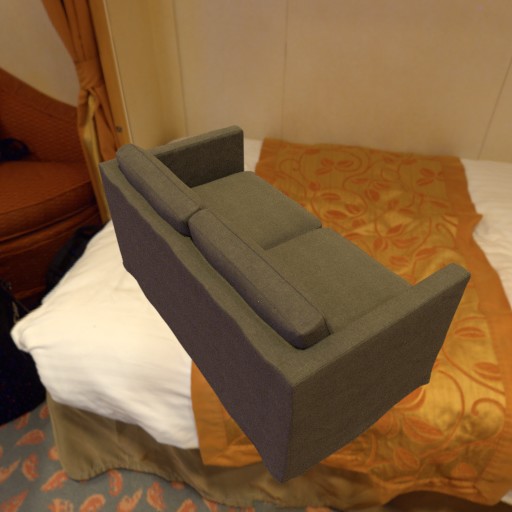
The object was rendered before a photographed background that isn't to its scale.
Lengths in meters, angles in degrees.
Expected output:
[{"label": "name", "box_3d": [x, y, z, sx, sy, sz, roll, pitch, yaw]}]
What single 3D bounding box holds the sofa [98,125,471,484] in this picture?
[{"label": "sofa", "box_3d": [0.000, 0.000, 2.331, 0.974, 0.854, 1.802, -24, 45, -26]}]
